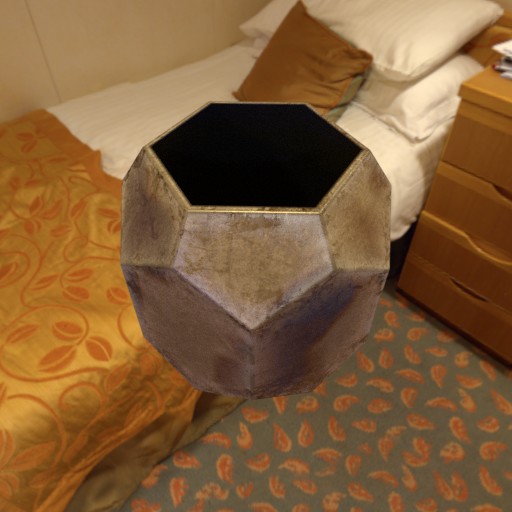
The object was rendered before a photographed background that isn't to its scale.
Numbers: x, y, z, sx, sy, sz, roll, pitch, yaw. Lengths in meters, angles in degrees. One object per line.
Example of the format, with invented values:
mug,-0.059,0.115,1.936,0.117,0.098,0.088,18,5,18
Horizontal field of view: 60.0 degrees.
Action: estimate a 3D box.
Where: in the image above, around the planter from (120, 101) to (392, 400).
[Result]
planter,0.000,0.000,0.425,0.221,0.238,0.243,1,46,1
